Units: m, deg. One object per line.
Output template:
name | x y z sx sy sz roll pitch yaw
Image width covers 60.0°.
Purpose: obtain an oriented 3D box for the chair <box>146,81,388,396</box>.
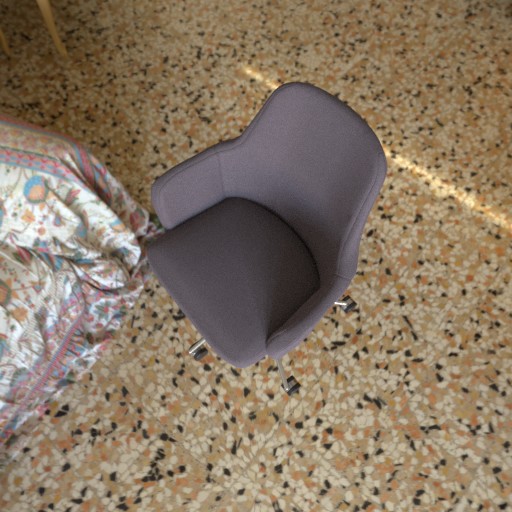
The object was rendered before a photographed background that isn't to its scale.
chair | 0.000 0.000 1.290 0.600 0.820 0.655 -36 68 -17
